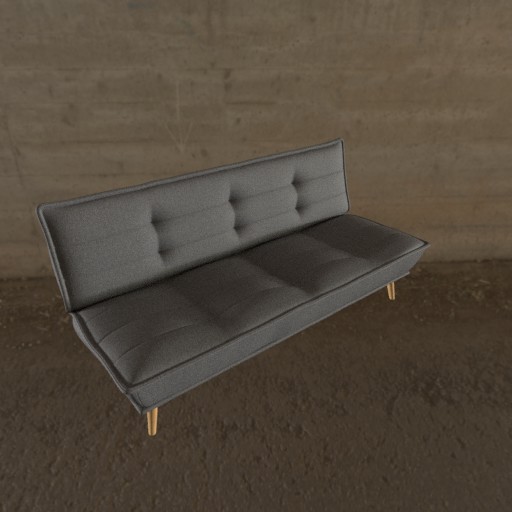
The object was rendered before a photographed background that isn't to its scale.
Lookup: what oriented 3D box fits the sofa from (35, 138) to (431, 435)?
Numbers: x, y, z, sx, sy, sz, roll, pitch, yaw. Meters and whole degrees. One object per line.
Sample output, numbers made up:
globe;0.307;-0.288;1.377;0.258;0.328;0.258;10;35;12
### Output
sofa;0.000;0.000;2.417;1.940;0.890;0.950;-21;35;-33
